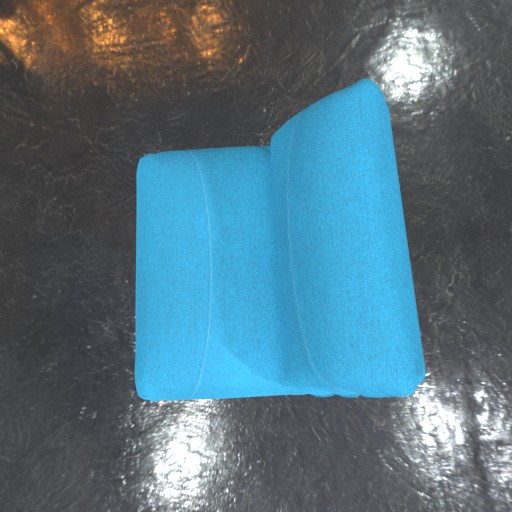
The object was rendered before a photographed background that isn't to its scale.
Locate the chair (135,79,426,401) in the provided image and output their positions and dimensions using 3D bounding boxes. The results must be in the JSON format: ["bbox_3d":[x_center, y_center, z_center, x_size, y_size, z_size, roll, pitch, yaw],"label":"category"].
[{"bbox_3d":[0.000,0.000,1.324,0.780,0.580,0.820,-3,76,-1],"label":"chair"}]
